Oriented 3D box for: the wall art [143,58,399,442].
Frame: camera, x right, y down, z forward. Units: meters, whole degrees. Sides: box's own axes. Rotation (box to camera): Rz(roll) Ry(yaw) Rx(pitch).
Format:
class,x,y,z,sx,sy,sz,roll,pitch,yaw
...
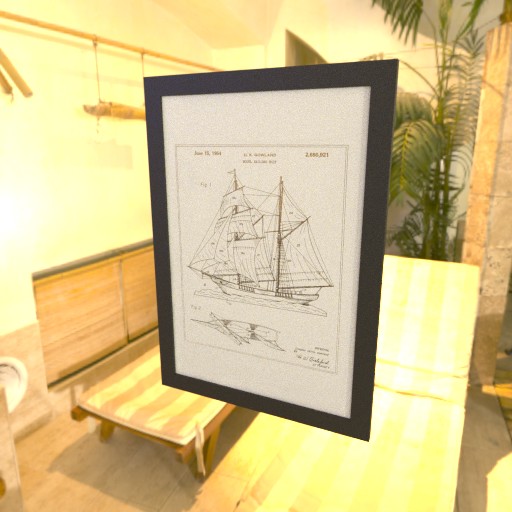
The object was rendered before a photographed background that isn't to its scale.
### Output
class,x,y,z,sx,sy,sz,roll,pitch,yaw
wall art,0.000,0.000,0.681,0.381,0.534,0.013,7,16,24
